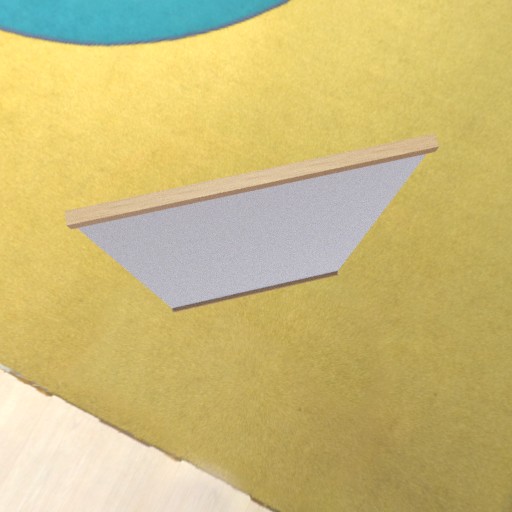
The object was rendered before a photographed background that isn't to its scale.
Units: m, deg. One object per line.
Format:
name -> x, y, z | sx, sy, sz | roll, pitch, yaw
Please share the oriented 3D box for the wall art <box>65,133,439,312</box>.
wall art -> 0.000, 0.000, 0.761 | 0.401, 0.611, 0.016 | -13, 75, -3
